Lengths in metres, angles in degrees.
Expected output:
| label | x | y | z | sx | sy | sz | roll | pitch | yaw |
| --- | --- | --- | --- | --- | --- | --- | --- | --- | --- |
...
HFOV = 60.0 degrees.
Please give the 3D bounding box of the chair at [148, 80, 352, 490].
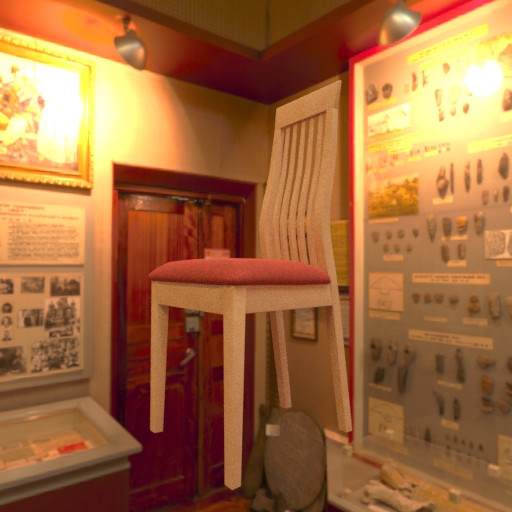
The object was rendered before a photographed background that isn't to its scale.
| label | x | y | z | sx | sy | sz | roll | pitch | yaw |
| --- | --- | --- | --- | --- | --- | --- | --- | --- | --- |
| chair | 0.000 | 0.000 | 1.280 | 0.474 | 1.027 | 0.460 | 1 | -2 | -37 |
